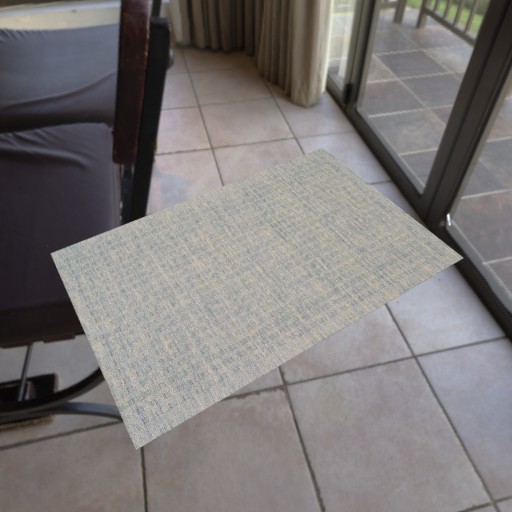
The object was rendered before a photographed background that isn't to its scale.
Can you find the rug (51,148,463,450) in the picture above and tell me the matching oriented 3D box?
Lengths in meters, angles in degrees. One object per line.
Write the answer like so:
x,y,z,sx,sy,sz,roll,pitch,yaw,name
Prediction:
0.000,0.000,2.247,1.752,0.006,1.142,-25,53,-21,rug
